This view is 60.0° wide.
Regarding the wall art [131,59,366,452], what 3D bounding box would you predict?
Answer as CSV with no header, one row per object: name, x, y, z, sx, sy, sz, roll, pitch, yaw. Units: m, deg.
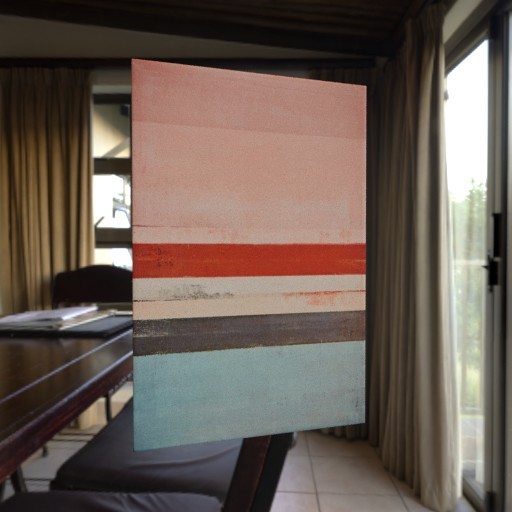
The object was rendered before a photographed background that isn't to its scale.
wall art,0.000,0.000,1.135,0.610,0.914,0.038,0,1,-17
